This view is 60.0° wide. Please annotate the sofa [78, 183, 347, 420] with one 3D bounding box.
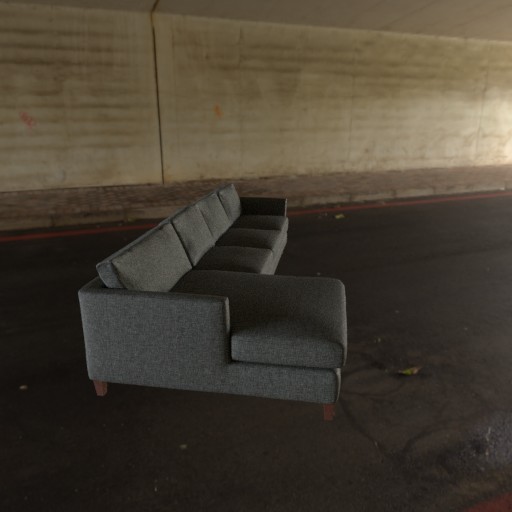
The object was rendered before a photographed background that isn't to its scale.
[{"bbox_3d":[0.000,0.000,4.217,1.635,0.960,3.485,3,18,9],"label":"sofa"}]
